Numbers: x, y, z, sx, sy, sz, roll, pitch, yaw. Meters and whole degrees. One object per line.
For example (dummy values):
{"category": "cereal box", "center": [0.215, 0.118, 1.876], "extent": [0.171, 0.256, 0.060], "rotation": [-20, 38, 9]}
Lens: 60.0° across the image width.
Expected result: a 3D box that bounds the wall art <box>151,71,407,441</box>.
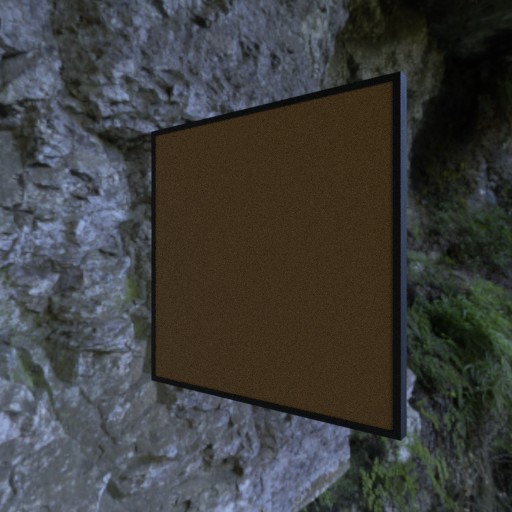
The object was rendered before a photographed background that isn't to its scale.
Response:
{"category": "wall art", "center": [0.000, 0.000, 1.150], "extent": [0.763, 0.763, 0.039], "rotation": [0, 0, 36]}
